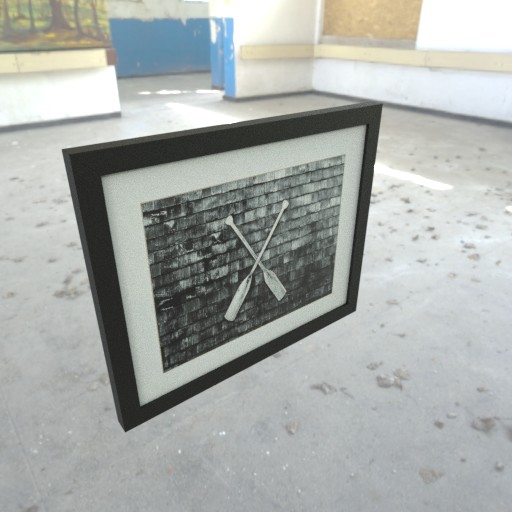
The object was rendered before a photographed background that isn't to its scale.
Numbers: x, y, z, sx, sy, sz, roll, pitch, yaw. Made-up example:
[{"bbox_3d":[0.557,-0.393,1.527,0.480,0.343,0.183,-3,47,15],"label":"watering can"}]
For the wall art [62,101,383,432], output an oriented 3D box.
[{"bbox_3d":[0.000,0.000,0.772,0.558,0.457,0.029,-20,34,-32],"label":"wall art"}]
